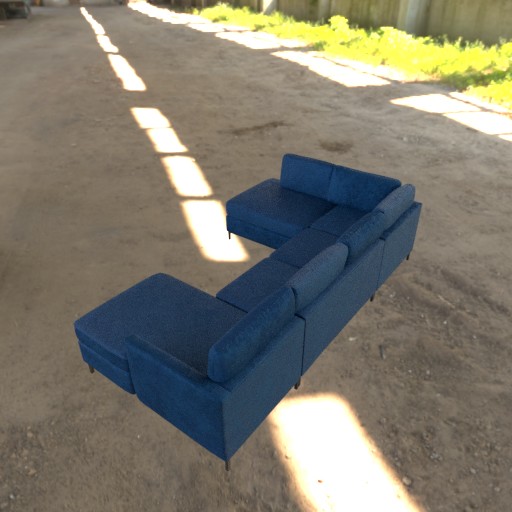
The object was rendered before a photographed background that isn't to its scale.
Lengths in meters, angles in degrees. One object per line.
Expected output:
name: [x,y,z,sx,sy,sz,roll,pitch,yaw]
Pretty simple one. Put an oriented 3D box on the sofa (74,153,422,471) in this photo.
sofa: [0.000,0.000,4.366,2.055,0.992,3.434,22,38,31]
